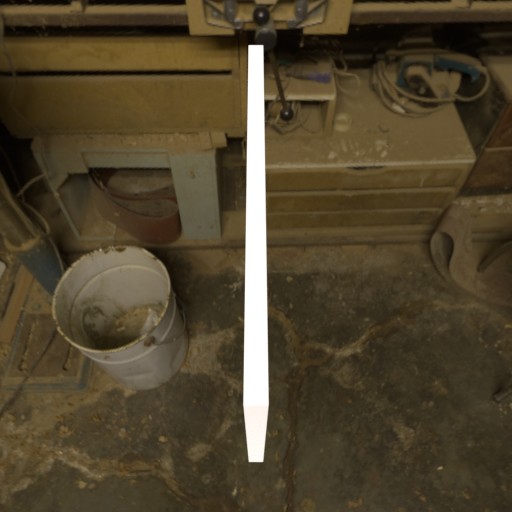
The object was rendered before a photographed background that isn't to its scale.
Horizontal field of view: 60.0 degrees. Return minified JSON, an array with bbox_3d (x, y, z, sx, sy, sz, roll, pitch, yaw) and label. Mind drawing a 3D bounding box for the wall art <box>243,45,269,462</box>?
[{"bbox_3d":[0.000,0.000,1.168,0.038,0.609,0.914,0,58,0],"label":"wall art"}]
